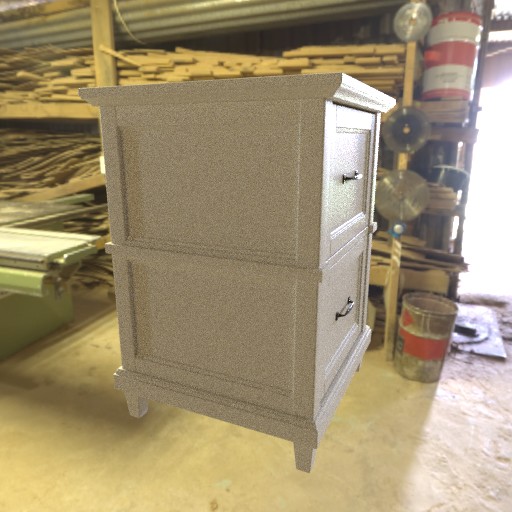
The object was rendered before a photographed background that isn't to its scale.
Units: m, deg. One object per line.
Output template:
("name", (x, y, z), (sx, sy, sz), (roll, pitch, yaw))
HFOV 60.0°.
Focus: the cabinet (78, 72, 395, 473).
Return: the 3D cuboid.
("cabinet", (0.000, 0.000, 1.126), (0.547, 0.775, 0.544), (7, 16, 24))
